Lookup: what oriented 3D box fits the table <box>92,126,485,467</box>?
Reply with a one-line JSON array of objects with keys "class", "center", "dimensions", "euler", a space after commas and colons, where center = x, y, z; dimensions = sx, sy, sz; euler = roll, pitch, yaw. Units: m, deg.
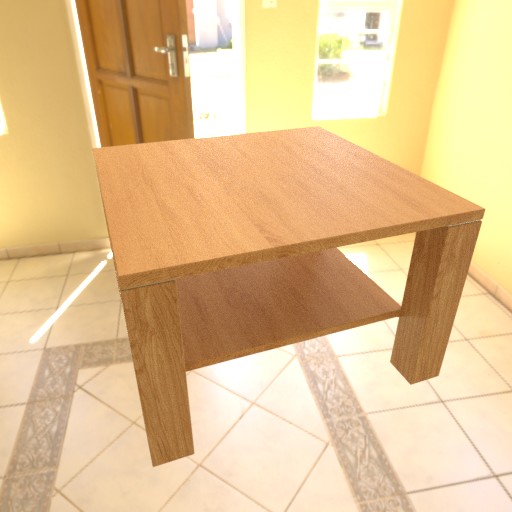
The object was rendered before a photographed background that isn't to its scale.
[{"class": "table", "center": [0.000, 0.000, 1.156], "dimensions": [0.700, 0.450, 0.700], "euler": [-11, 32, -18]}]
